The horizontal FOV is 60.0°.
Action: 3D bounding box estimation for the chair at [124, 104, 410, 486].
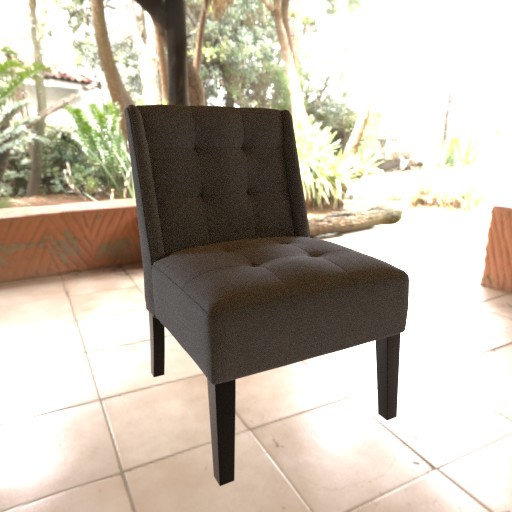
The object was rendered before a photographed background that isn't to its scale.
[{"bbox_3d":[0.000,0.000,1.279,0.569,0.853,0.676,-8,17,-27],"label":"chair"}]
